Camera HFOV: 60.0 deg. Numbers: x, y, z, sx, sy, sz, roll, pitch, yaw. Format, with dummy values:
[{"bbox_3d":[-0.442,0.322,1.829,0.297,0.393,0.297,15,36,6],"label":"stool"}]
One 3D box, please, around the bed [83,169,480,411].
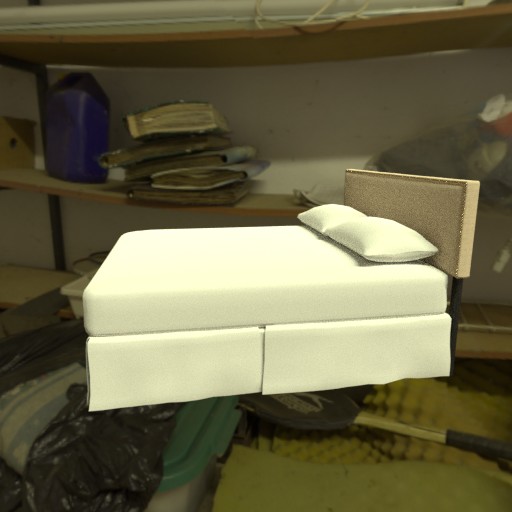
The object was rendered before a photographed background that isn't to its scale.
[{"bbox_3d":[0.000,0.000,2.806,1.876,1.016,1.616,-2,13,-10],"label":"bed"}]
